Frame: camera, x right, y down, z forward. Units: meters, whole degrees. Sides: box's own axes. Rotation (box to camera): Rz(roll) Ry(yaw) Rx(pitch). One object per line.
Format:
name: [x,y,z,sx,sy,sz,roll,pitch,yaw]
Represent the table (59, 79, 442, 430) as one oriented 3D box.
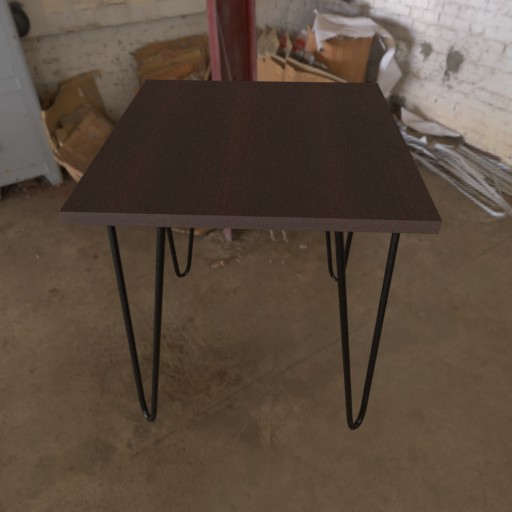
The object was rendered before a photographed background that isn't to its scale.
table: [0.000,0.000,0.940,0.495,0.559,0.495,2,41,2]
